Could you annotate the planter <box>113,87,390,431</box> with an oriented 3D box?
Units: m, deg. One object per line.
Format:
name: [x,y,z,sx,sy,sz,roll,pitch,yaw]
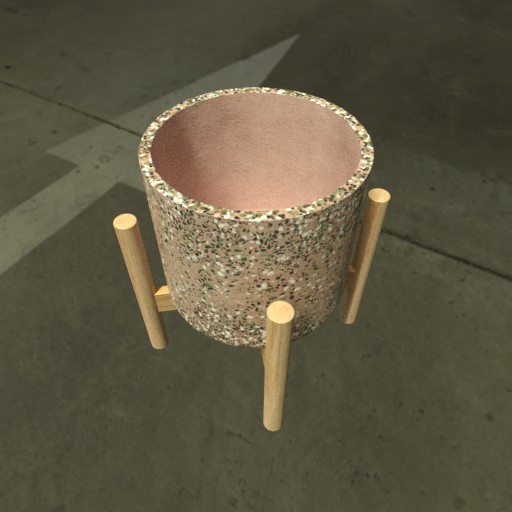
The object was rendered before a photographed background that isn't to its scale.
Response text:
planter: [0.000,0.000,0.541,0.284,0.320,0.284,10,48,9]
